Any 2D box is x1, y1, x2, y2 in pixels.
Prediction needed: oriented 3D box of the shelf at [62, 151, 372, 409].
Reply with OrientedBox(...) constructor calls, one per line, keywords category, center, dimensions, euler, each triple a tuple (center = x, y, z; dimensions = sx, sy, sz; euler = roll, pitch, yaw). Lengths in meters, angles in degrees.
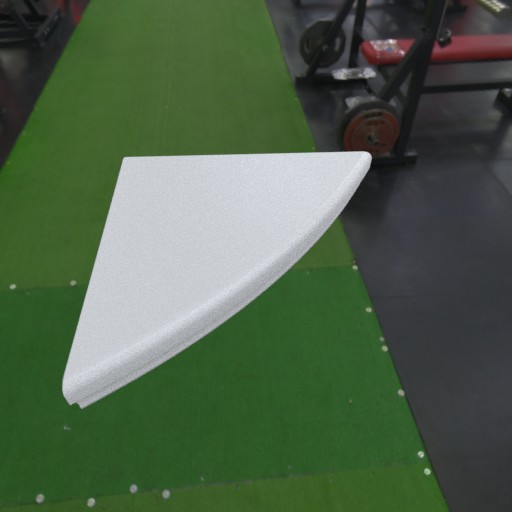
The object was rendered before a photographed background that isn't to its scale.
OrientedBox(category="shelf", center=(0.000, 0.000, 0.461), dimensions=(0.310, 0.050, 0.310), euler=(-2, 46, -2))
